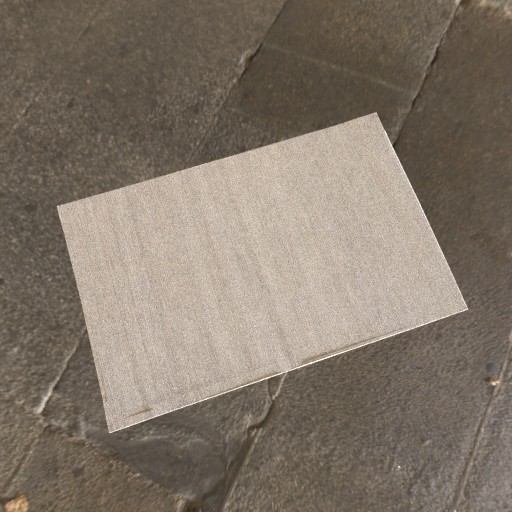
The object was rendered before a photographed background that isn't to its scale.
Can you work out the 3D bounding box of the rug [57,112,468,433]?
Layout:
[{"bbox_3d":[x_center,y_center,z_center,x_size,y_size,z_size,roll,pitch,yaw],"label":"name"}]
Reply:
[{"bbox_3d":[0.000,0.000,2.256,1.820,0.022,1.179,-18,74,-5],"label":"rug"}]
